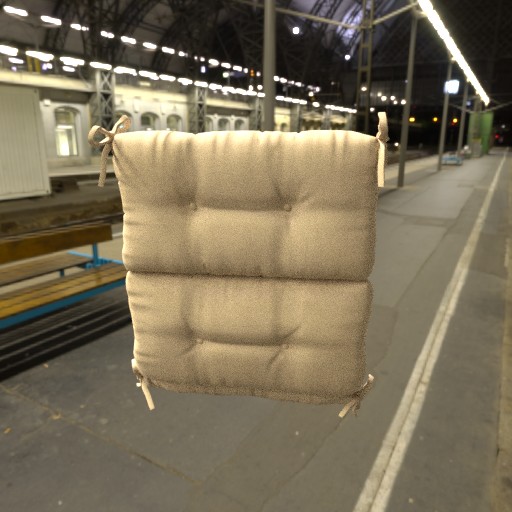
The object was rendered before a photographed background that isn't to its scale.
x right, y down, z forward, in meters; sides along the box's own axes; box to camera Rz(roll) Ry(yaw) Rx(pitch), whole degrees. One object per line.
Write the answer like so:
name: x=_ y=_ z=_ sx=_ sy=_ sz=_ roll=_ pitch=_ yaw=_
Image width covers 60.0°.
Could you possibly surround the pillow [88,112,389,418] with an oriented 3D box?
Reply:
pillow: x=0.000 y=0.000 z=1.025 sx=0.519 sy=0.605 sz=0.571 roll=2 pitch=15 yaw=8
